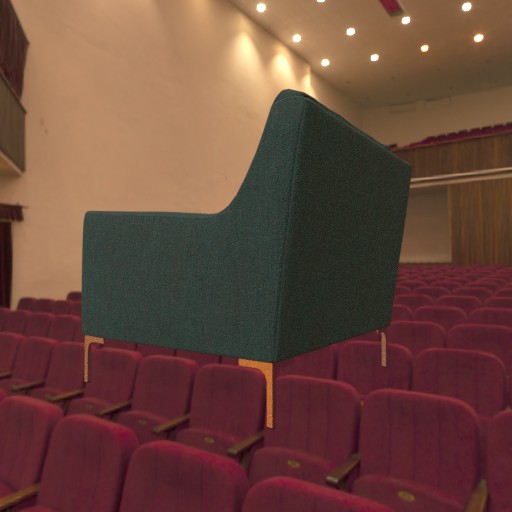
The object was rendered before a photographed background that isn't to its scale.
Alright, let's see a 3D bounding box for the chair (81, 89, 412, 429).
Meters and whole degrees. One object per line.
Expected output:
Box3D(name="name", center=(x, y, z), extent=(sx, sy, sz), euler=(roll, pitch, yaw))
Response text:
Box3D(name="chair", center=(0.000, 0.000, 1.544), extent=(0.849, 0.828, 0.847), euler=(-1, -2, 35))
